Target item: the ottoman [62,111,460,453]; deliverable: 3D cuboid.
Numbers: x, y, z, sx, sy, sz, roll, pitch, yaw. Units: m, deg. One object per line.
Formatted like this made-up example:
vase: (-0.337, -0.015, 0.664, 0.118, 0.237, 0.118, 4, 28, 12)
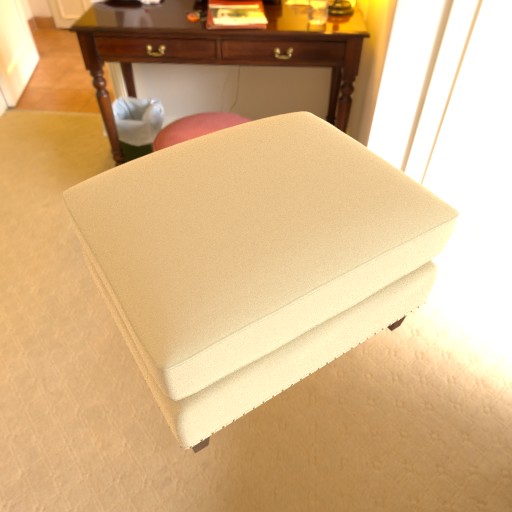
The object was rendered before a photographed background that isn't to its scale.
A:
ottoman: (0.000, 0.000, 1.135, 0.741, 0.513, 0.584, -25, 50, -22)
